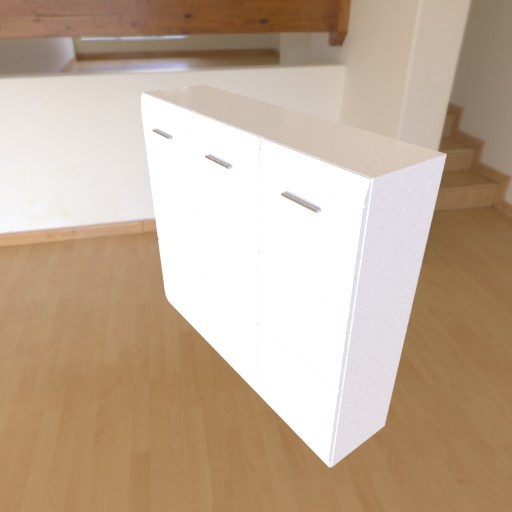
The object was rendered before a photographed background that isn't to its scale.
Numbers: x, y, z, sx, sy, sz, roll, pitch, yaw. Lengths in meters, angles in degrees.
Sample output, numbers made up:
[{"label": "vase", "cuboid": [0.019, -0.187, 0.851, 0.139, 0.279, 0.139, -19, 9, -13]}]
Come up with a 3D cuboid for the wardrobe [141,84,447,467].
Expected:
[{"label": "wardrobe", "cuboid": [0.000, 0.000, 1.946, 0.360, 1.200, 1.340, -21, 37, -31]}]
